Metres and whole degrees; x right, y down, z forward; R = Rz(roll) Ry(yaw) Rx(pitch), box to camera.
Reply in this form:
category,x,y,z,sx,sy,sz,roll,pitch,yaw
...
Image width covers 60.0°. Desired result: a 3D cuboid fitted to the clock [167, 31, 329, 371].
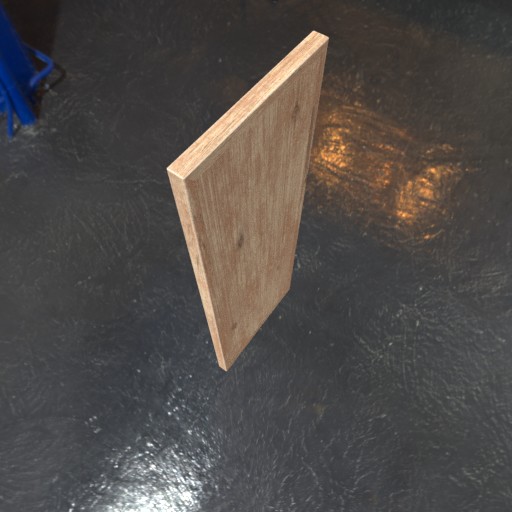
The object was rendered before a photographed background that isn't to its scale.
category,x,y,z,sx,sy,sz,roll,pitch,yaw
clock,0.000,0.000,1.072,0.030,0.965,0.361,33,66,17
